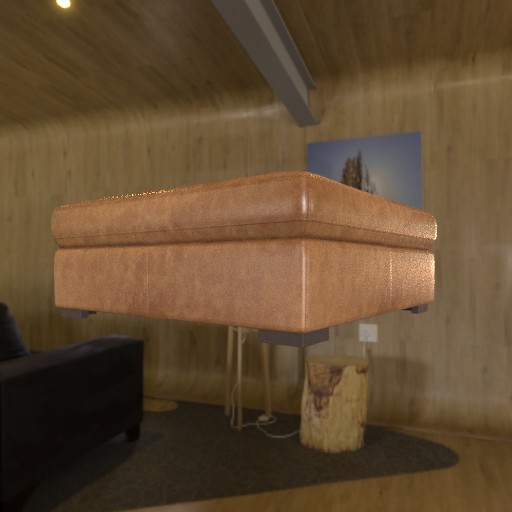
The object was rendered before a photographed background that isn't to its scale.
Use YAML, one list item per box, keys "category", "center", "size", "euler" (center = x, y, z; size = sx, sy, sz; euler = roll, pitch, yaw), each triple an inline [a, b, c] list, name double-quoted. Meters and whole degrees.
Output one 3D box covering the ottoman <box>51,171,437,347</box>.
- category: "ottoman"
  center: [0.000, 0.000, 1.863]
  size: [1.169, 0.483, 1.168]
  euler: [-1, -1, 37]
